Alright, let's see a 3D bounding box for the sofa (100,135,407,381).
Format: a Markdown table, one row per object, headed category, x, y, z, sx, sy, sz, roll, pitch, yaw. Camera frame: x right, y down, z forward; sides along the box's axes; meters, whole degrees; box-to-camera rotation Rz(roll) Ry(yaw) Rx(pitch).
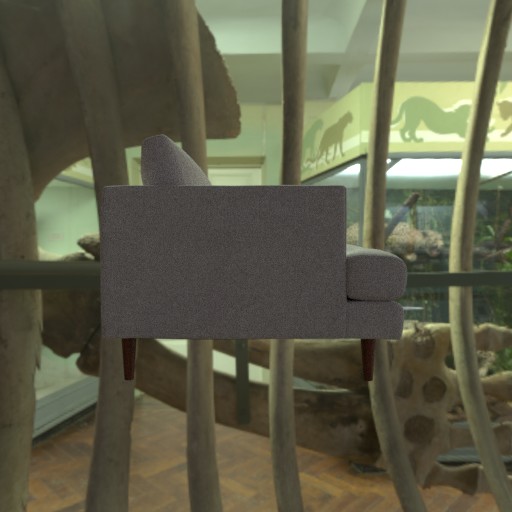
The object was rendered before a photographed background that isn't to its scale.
| category | x | y | z | sx | sy | sz | roll | pitch | yaw |
| --- | --- | --- | --- | --- | --- | --- | --- | --- | --- |
| sofa | 0.000 | 0.000 | 2.423 | 1.020 | 0.868 | 1.948 | 0 | 0 | 1 |
